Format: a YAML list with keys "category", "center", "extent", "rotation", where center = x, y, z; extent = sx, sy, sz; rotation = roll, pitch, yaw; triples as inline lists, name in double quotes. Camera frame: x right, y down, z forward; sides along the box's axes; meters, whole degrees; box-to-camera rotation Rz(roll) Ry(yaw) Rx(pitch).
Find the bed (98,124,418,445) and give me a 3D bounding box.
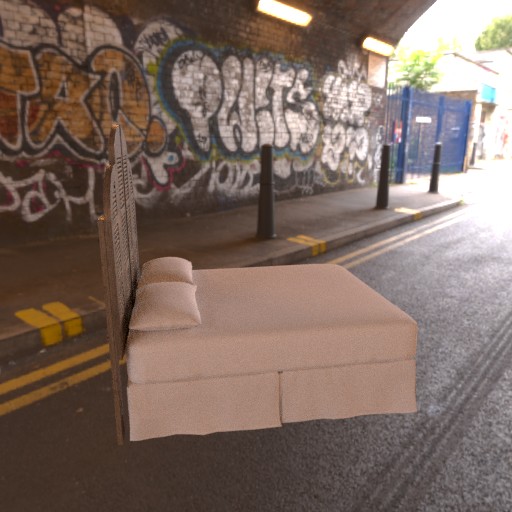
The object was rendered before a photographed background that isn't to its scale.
- category: "bed"
  center: [0.000, 0.000, 3.574]
  extent: [2.138, 2.019, 1.713]
  rotation: [-3, 15, -10]
